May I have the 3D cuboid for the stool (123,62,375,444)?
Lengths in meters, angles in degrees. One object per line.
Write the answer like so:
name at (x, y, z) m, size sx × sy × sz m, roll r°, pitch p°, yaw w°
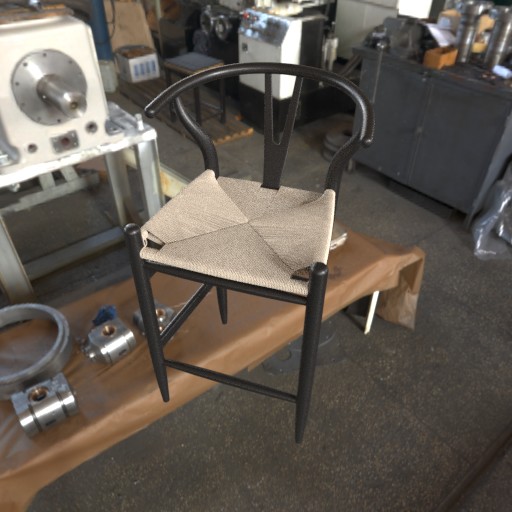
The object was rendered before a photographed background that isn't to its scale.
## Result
stool at (0.000, 0.000, 1.350) m, size 0.569 × 0.970 × 0.579 m, roll 12°, pitch 41°, yaw 14°
